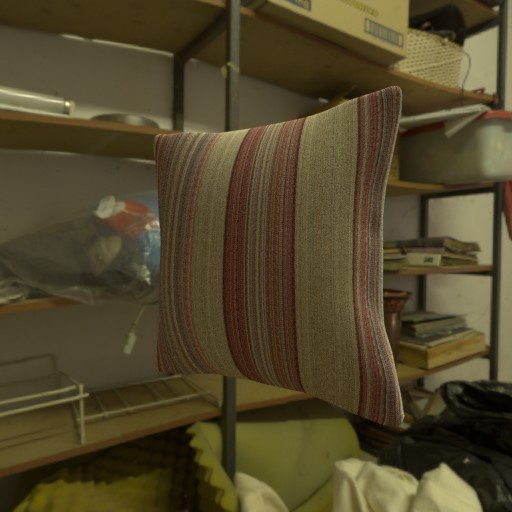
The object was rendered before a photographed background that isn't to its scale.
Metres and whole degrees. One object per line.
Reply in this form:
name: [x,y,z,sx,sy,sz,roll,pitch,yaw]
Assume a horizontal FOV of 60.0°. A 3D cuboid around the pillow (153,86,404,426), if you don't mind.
pillow: [0.000,0.000,0.661,0.437,0.419,0.136,1,2,35]
